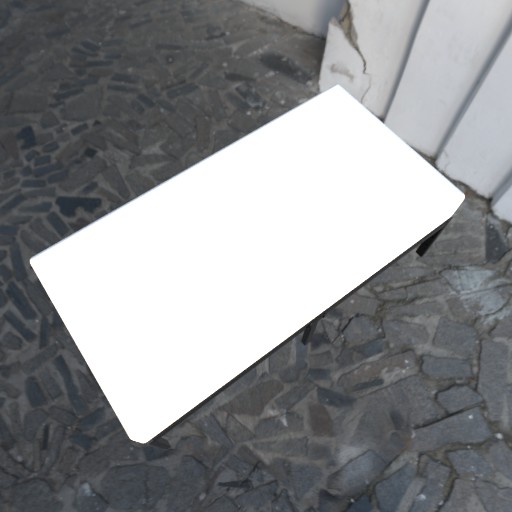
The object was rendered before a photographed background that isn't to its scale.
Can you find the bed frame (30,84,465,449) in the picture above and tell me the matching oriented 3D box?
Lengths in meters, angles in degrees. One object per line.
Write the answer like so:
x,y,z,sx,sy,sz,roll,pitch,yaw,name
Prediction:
0.000,0.000,2.464,1.950,0.659,1.023,-34,68,-15,bed frame
